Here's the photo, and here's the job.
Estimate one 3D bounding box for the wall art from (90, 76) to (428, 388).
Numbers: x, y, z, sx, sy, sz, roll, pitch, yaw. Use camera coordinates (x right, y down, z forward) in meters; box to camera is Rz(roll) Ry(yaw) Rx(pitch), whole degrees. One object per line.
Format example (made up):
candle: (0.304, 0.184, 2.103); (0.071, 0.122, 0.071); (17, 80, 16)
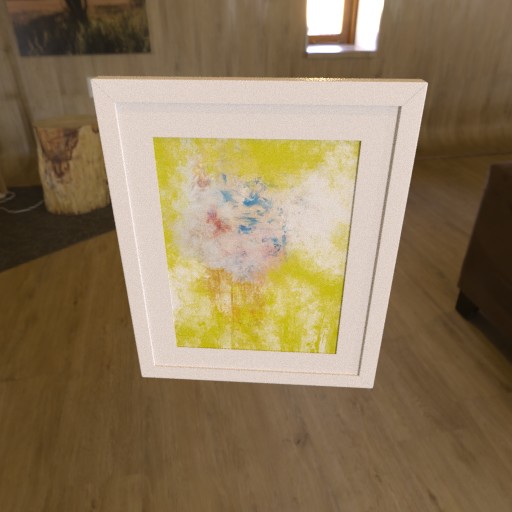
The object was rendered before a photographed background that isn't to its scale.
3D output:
wall art: (0.000, 0.000, 0.743); (0.454, 0.556, 0.028); (2, 30, 3)
